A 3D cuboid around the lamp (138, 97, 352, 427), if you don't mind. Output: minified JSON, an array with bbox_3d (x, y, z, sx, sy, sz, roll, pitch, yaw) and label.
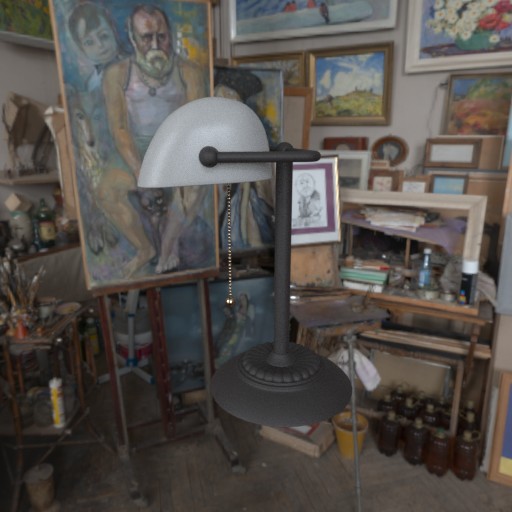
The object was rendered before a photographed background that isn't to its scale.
[{"bbox_3d":[0.000,0.000,0.517,0.243,0.339,0.264,-2,15,-9],"label":"lamp"}]
